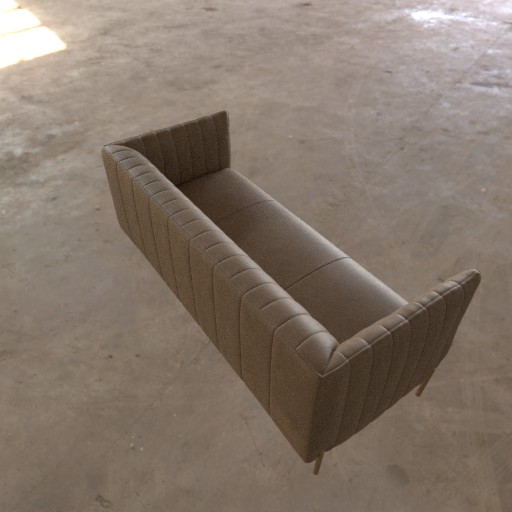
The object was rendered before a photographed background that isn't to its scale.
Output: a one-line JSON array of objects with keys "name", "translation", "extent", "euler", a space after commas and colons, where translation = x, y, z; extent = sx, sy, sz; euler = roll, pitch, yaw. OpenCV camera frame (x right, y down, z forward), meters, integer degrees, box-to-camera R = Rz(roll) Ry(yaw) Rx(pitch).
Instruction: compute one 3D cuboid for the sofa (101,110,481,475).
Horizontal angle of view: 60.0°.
[{"name": "sofa", "translation": [0.000, 0.000, 2.395], "extent": [0.876, 0.779, 1.980], "euler": [-25, 47, -26]}]
